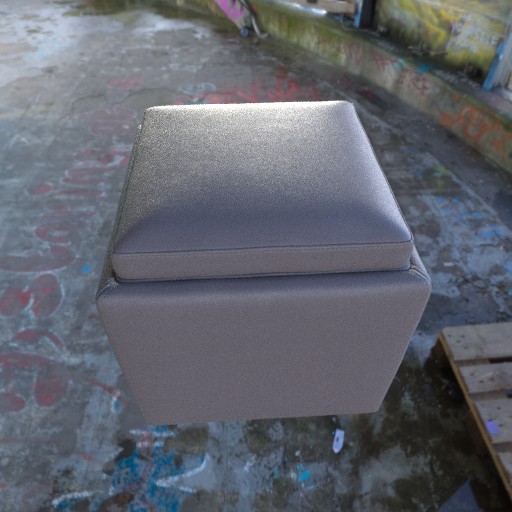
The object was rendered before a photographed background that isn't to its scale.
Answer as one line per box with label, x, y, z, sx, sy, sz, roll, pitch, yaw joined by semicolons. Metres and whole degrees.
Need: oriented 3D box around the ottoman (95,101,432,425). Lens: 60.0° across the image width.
ottoman;0.000;0.000;0.824;0.451;0.460;0.450;-2;45;-2
